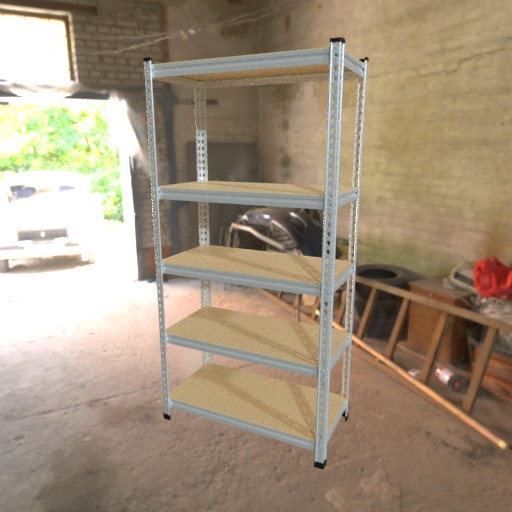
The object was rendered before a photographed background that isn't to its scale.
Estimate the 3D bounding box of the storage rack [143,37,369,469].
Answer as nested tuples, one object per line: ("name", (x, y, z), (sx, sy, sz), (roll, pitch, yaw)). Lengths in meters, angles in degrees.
("storage rack", (0.000, 0.000, 2.211), (0.914, 1.829, 0.457), (7, 16, 25))
